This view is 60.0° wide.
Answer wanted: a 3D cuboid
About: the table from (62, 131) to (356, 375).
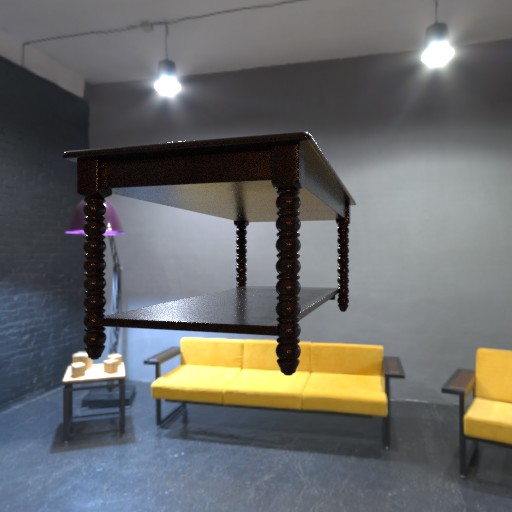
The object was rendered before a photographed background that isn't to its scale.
[{"bbox_3d":[0.000,0.000,1.492,0.580,0.487,1.171,0,0,17],"label":"table"}]
